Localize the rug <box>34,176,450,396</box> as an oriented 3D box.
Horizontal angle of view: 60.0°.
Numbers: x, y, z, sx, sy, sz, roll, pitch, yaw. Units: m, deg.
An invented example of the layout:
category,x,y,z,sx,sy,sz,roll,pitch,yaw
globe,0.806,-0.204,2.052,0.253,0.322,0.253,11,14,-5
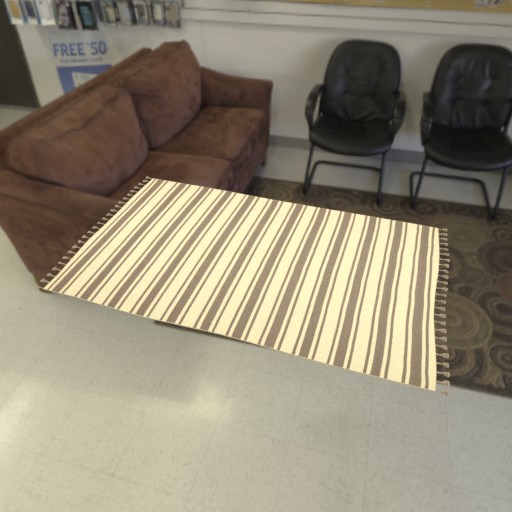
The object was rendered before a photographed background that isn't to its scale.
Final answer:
category,x,y,z,sx,sy,sz,roll,pitch,yaw
rug,0.000,0.000,2.524,2.096,0.011,1.229,12,41,14
